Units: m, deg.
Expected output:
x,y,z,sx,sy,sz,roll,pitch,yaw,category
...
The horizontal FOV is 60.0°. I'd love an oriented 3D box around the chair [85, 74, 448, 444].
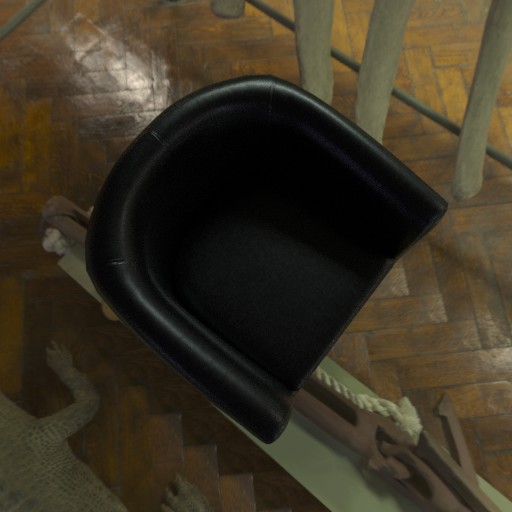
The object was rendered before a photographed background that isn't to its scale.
x,y,z,sx,sy,sz,roll,pitch,yaw,category
0.000,0.000,1.384,0.727,0.756,0.793,38,78,10,chair
